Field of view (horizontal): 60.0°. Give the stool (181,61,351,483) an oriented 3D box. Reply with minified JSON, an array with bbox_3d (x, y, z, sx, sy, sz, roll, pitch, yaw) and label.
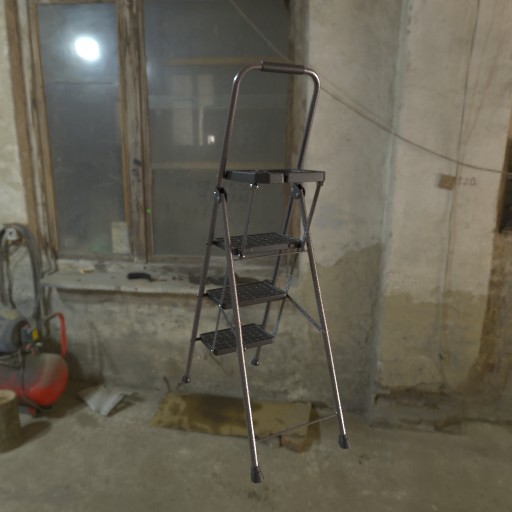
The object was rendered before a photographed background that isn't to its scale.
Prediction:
[{"bbox_3d":[0.000,0.000,1.644,0.396,1.277,0.733,-7,16,-27],"label":"stool"}]
